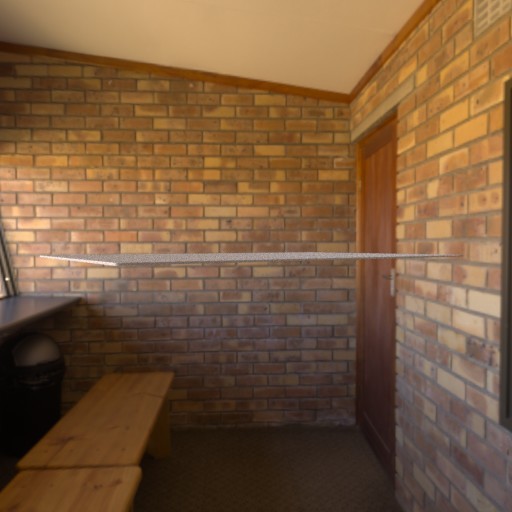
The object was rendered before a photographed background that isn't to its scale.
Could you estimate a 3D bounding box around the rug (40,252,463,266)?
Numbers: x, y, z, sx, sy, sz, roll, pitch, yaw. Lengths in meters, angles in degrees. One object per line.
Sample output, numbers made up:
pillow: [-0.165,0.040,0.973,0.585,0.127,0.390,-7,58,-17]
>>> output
rug: [0.000,0.000,2.185,1.753,0.008,1.143,-1,2,-35]
